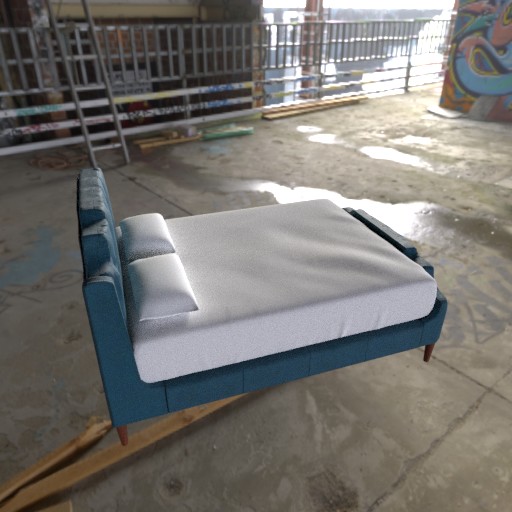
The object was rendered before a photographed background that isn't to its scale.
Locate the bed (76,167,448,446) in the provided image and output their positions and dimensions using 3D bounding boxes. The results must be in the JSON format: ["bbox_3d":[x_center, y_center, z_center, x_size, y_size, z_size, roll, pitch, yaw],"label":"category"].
[{"bbox_3d":[0.000,0.000,3.322,2.322,1.351,1.676,-10,31,-17],"label":"bed"}]
